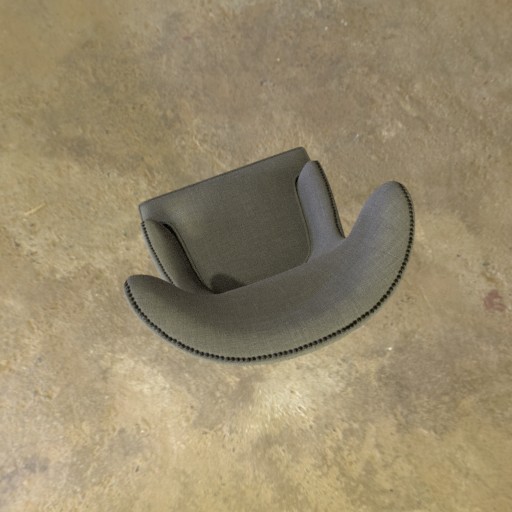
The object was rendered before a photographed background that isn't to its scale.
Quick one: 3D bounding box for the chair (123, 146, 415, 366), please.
[{"bbox_3d":[0.000,0.000,1.823,0.864,1.176,0.883,-20,76,-5],"label":"chair"}]
